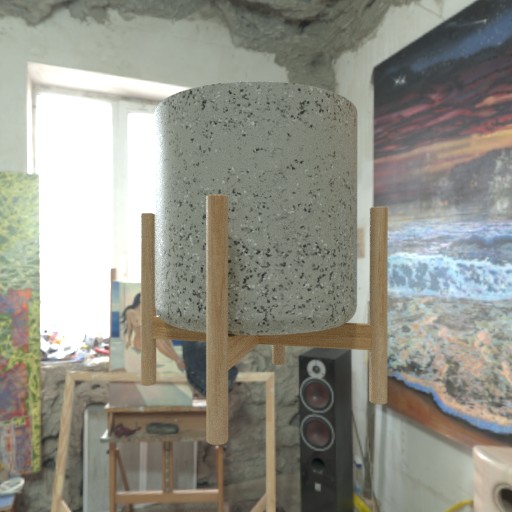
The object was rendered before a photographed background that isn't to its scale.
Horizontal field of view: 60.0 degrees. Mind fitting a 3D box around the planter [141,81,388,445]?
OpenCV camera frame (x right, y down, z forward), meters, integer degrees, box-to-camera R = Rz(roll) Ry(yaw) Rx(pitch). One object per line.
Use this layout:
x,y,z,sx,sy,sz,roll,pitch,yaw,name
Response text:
0.000,0.000,0.681,0.360,0.419,0.360,0,1,37,planter
